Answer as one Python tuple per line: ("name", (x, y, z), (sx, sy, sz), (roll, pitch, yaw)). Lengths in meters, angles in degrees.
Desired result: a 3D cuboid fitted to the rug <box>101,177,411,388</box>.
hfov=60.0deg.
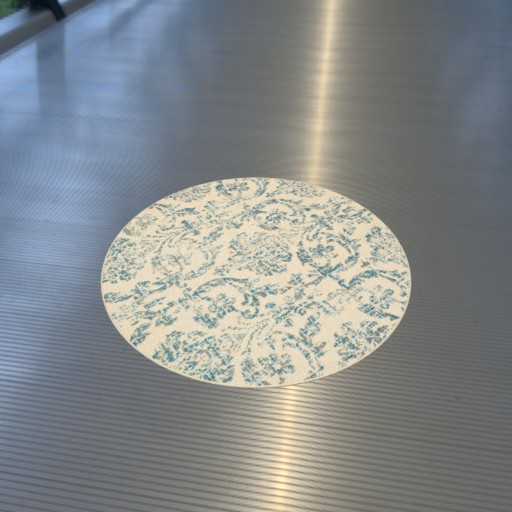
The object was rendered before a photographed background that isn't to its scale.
("rug", (0.000, 0.000, 2.351), (1.593, 0.012, 1.593), (0, 41, 0))
